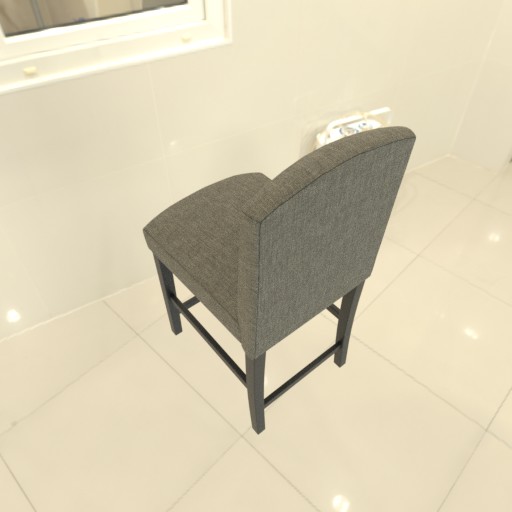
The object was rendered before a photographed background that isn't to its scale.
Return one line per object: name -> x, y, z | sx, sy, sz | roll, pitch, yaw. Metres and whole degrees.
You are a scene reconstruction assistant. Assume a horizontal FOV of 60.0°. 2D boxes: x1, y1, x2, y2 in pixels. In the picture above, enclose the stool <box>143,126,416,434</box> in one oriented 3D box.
stool -> 0.000, 0.000, 1.303 | 0.451, 0.966, 0.552 | -30, 53, -26
